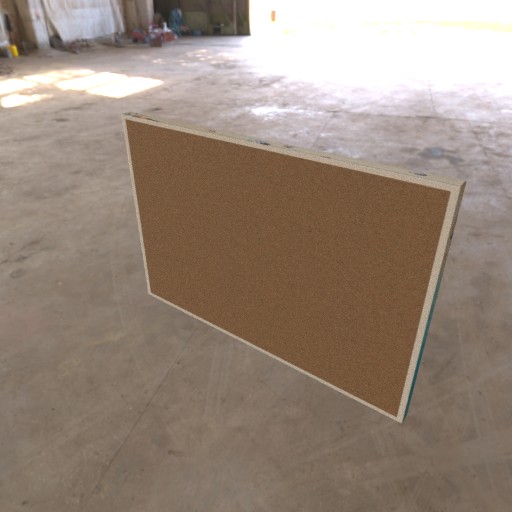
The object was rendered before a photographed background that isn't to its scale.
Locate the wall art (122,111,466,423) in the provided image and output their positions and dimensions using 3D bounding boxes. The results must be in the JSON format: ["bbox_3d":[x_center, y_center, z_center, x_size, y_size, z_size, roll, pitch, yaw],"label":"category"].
[{"bbox_3d":[0.000,0.000,1.457,1.136,0.769,0.040,21,36,31],"label":"wall art"}]
